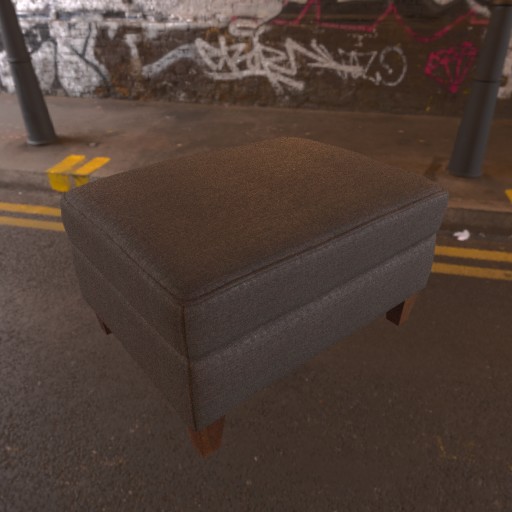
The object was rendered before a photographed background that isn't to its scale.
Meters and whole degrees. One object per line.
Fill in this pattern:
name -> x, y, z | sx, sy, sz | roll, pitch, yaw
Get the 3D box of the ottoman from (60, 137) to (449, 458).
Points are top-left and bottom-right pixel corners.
ottoman -> 0.000, 0.000, 1.223 | 0.826, 0.496, 0.639 | -23, 37, -33
